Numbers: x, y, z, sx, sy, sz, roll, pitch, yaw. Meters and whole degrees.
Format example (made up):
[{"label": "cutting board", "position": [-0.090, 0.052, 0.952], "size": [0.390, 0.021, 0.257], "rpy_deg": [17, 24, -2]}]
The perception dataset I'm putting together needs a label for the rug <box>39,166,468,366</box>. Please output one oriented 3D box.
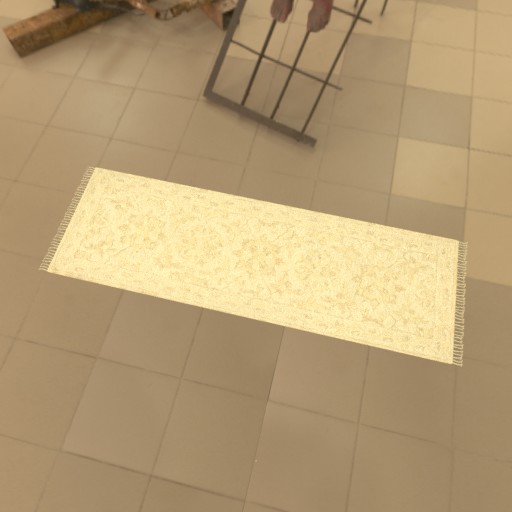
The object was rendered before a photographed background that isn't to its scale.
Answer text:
[{"label": "rug", "position": [0.000, 0.000, 2.751], "size": [2.544, 0.015, 0.795], "rpy_deg": [12, 66, 6]}]
